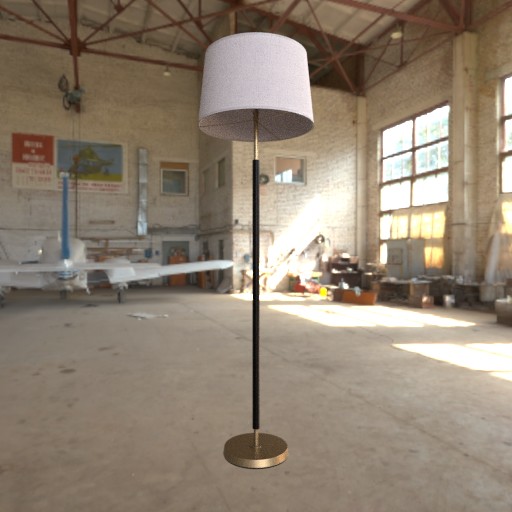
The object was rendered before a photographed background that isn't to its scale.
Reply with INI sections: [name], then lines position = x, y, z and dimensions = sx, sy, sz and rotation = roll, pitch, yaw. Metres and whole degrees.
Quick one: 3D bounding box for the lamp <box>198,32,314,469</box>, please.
[lamp]
position = 0.000, 0.000, 1.619
dimensions = 0.420, 1.447, 0.420
rotation = 0, 0, 0
